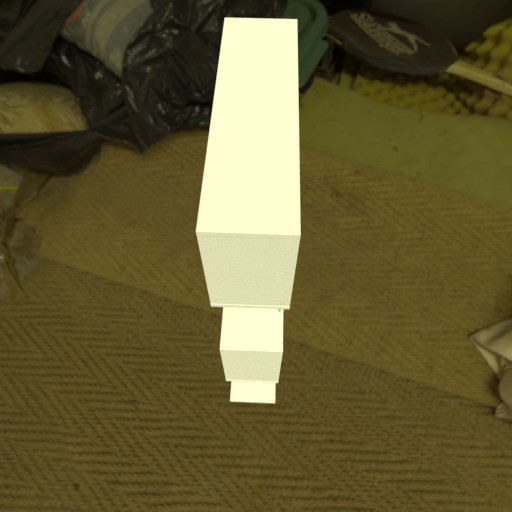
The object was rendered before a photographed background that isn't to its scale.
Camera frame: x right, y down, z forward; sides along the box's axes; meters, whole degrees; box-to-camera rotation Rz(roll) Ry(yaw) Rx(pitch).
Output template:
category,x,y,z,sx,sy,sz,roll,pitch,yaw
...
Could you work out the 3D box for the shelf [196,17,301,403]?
category,x,y,z,sx,sy,sz,roll,pitch,yaw
shelf,0.000,0.000,1.982,0.250,1.650,0.890,2,58,1
